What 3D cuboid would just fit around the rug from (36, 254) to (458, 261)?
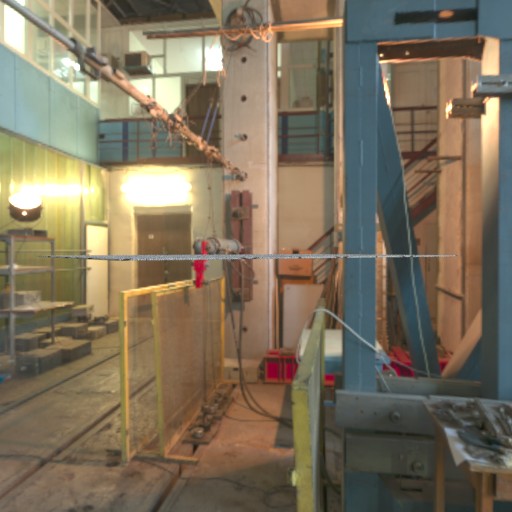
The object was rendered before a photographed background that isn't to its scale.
[{"bbox_3d":[0.000,0.000,3.037,2.465,0.008,1.526,0,1,-37],"label":"rug"}]
